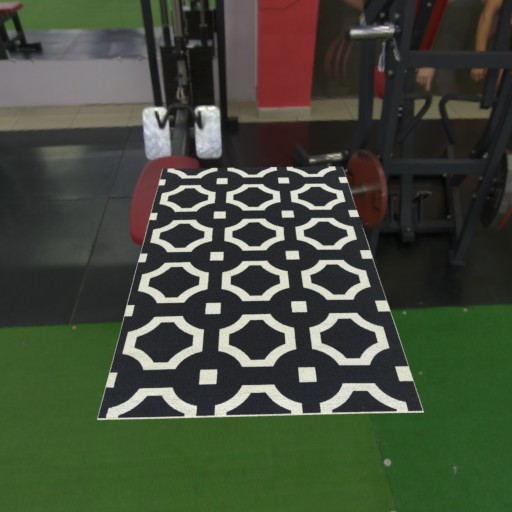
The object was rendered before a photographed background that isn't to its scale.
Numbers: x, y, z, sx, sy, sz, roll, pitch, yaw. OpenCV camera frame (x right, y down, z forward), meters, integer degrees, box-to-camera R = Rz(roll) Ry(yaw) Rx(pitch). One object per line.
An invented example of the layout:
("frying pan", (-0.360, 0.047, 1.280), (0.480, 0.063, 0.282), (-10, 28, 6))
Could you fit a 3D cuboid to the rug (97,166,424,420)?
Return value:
("rug", (0.000, 0.000, 2.957), (1.555, 0.016, 2.286), (-1, 42, -1))
